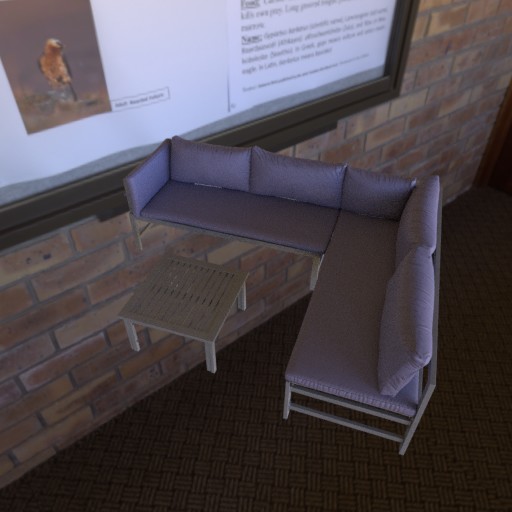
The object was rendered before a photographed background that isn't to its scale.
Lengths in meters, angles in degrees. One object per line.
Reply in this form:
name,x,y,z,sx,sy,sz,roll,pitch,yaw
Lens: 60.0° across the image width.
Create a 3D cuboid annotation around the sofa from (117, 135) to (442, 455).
sofa,0.000,0.000,2.876,2.149,0.762,1.658,12,42,14
